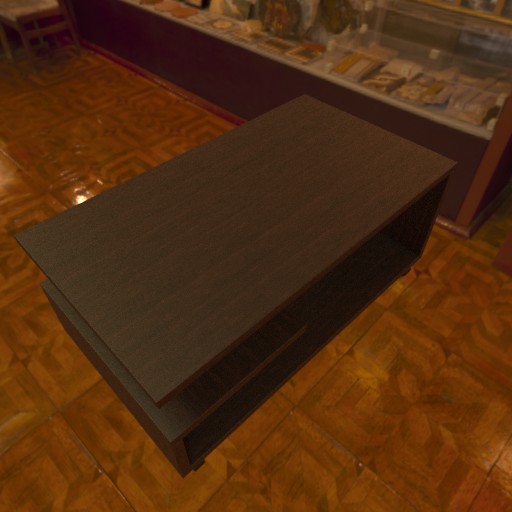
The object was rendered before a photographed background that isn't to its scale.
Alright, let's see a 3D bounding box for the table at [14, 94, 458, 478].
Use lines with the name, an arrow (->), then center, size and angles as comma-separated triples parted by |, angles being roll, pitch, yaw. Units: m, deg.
table -> 0.000, 0.000, 1.335 | 1.050, 0.460, 0.590 | -35, 55, -29
